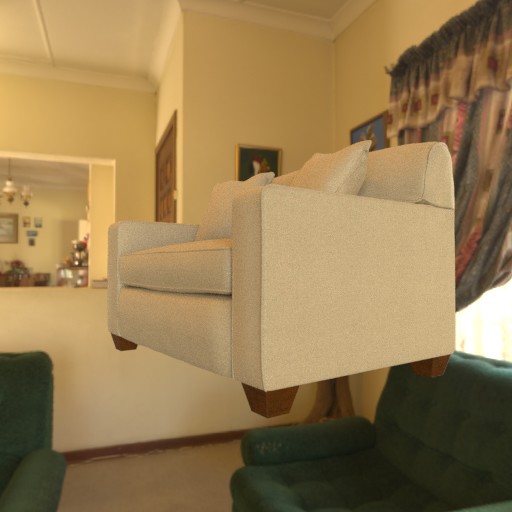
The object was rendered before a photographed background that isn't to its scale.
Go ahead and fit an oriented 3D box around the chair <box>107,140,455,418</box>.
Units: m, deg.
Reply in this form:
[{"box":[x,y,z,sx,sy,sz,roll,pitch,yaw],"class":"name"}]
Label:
[{"box":[0.000,0.000,2.025,1.000,0.948,1.383,1,-2,-36],"class":"chair"}]
